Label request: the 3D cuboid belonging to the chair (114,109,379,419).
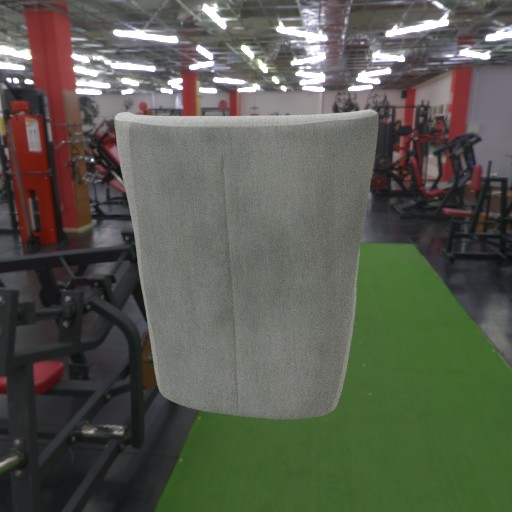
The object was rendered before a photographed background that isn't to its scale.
[{"bbox_3d":[0.000,0.000,1.631,0.779,1.000,0.904,3,16,10],"label":"chair"}]
